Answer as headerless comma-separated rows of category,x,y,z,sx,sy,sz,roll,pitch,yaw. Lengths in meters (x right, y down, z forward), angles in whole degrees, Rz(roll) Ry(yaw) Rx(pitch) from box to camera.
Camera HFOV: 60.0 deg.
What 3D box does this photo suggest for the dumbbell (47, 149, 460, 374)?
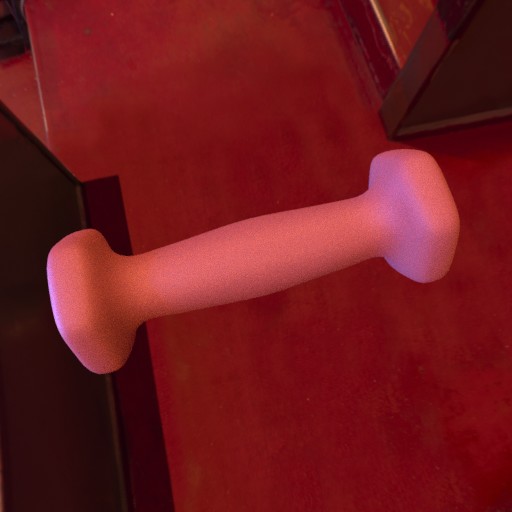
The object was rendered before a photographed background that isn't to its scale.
dumbbell,0.000,0.000,0.144,0.123,0.043,0.047,-15,76,-4
